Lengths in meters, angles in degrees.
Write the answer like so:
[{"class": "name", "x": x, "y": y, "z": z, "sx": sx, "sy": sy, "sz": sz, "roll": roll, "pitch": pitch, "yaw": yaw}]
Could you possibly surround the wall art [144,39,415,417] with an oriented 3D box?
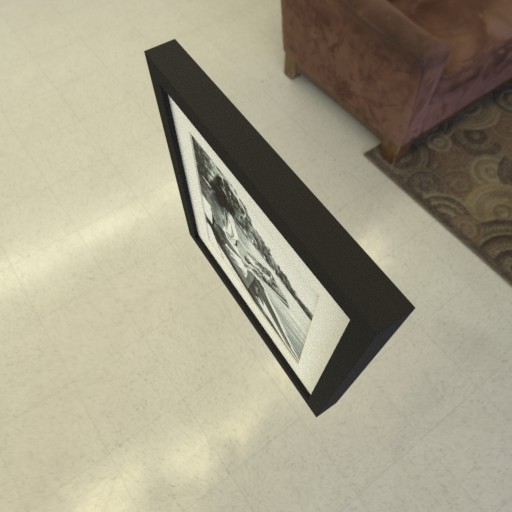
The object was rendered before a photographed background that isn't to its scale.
[{"class": "wall art", "x": 0.000, "y": 0.000, "z": 0.462, "sx": 0.030, "sy": 0.305, "sz": 0.308, "roll": -30, "pitch": 65, "yaw": -15}]
